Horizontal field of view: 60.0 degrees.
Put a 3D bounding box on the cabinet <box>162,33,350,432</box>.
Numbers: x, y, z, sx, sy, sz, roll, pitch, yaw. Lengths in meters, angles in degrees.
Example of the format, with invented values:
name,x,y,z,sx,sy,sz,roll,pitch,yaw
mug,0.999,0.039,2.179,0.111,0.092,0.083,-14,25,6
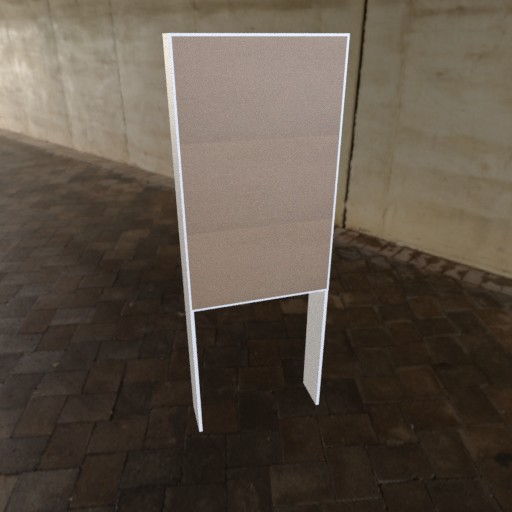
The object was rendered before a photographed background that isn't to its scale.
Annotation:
name,x,y,z,sx,sy,sz,roll,pitch,yaw
cabinet,0.000,0.000,1.972,0.643,1.770,0.192,-8,27,-15
